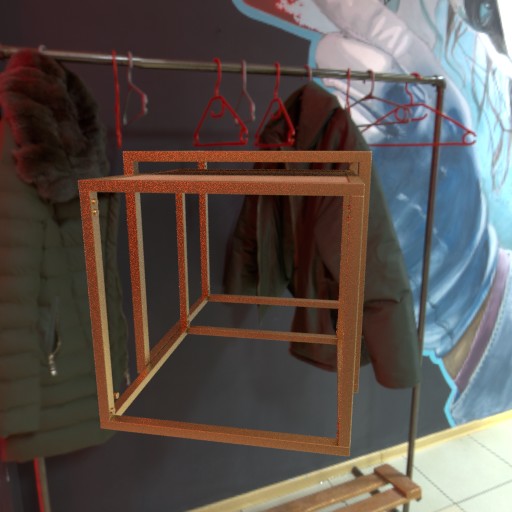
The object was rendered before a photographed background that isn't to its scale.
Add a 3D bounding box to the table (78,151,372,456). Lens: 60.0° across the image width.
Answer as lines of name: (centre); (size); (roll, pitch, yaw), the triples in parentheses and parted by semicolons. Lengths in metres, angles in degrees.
table: (0.000, 0.000, 1.094); (0.505, 0.505, 0.762); (2, 14, 9)
